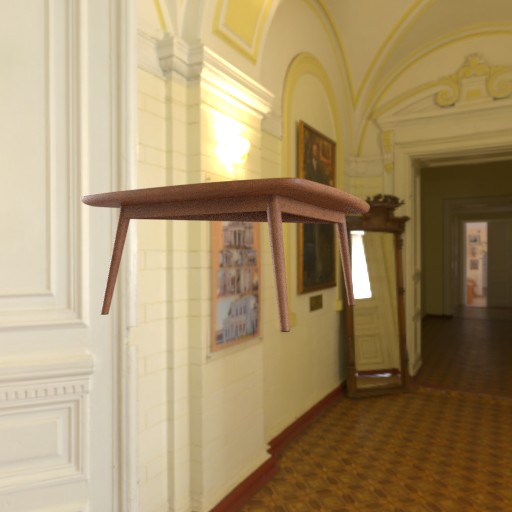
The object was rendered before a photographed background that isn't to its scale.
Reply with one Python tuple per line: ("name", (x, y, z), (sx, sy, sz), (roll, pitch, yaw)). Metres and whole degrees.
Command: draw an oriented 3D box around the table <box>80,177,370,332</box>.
("table", (0.000, 0.000, 1.310), (1.008, 0.365, 0.601), (0, 0, -17))
